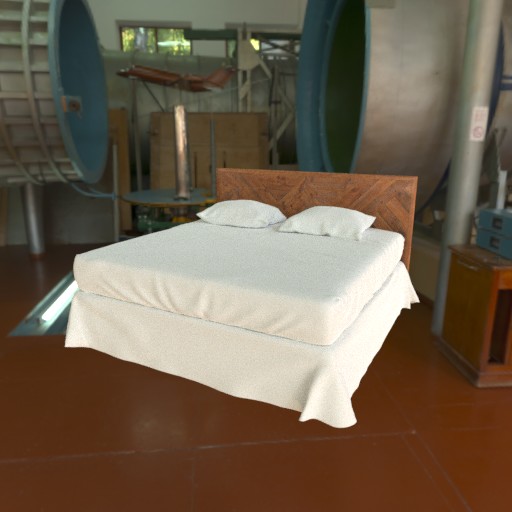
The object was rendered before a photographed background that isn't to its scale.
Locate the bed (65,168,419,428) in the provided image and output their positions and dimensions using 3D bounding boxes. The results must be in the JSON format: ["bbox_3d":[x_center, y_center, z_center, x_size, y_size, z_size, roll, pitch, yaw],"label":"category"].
[{"bbox_3d":[0.000,0.000,3.505,2.255,1.158,2.165,8,17,27],"label":"bed"}]
